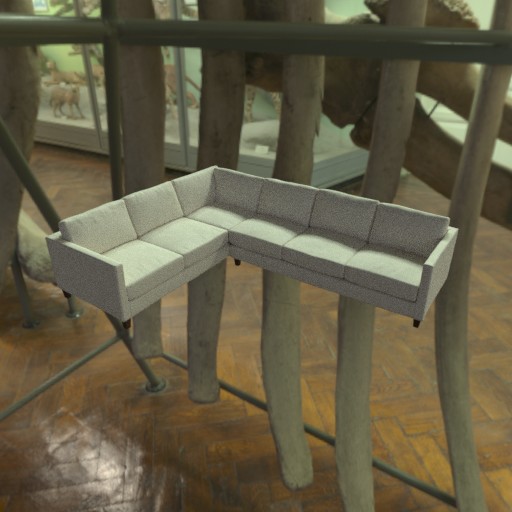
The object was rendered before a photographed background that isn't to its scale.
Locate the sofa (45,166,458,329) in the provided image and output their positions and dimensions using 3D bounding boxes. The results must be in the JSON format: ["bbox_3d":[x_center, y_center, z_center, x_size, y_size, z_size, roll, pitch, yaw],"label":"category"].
[{"bbox_3d":[0.000,0.000,4.363,3.182,0.863,2.432,18,33,30],"label":"sofa"}]
